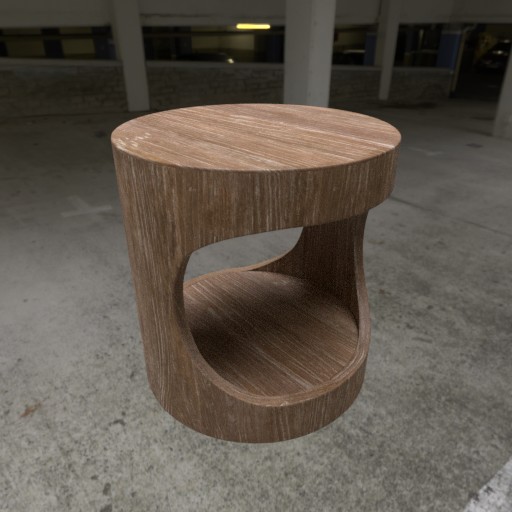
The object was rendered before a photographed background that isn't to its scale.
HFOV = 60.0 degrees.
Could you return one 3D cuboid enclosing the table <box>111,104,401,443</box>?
[{"bbox_3d":[0.000,0.000,0.967,0.527,0.551,0.527,0,28,0],"label":"table"}]
